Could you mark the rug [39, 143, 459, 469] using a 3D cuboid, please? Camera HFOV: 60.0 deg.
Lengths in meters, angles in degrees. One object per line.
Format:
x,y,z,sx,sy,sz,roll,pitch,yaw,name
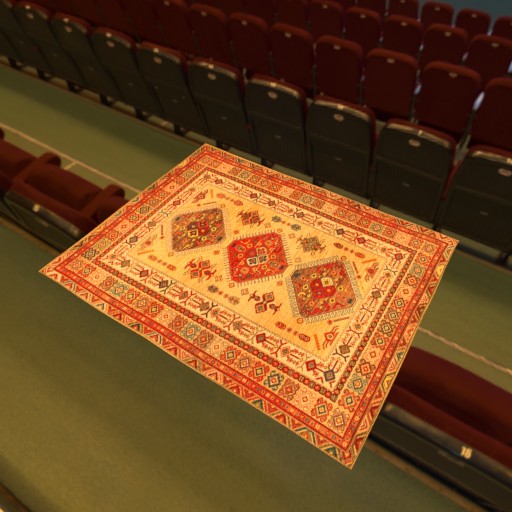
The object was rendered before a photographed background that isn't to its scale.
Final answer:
0.000,0.000,4.108,3.067,0.005,2.460,26,52,22,rug
